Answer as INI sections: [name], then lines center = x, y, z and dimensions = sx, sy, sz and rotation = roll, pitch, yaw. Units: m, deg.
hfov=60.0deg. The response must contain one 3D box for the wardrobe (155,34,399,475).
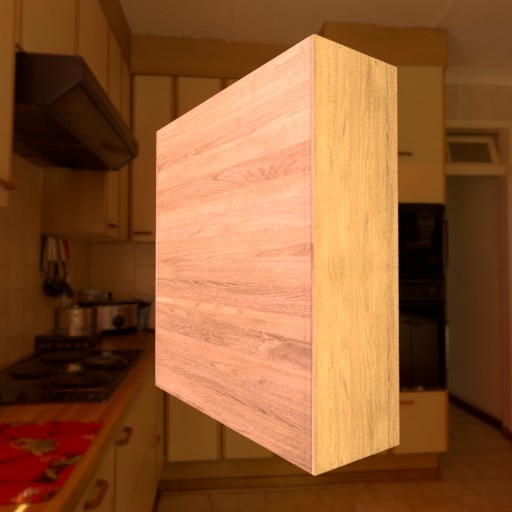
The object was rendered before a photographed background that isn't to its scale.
[wardrobe]
center = 0.000, 0.000, 2.865
dimensions = 0.629, 1.960, 1.780
rotation = 1, -1, -35
